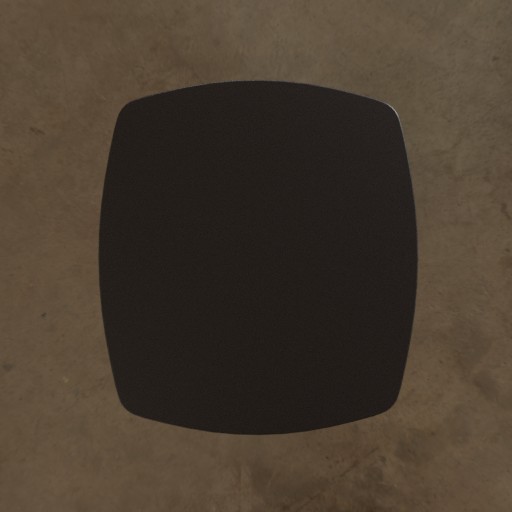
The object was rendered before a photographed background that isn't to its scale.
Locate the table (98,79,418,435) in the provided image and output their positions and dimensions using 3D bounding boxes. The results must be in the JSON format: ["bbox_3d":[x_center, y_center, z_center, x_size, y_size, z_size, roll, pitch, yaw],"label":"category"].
[{"bbox_3d":[0.000,0.000,0.858,0.457,0.457,0.508,0,91,-1],"label":"table"}]
